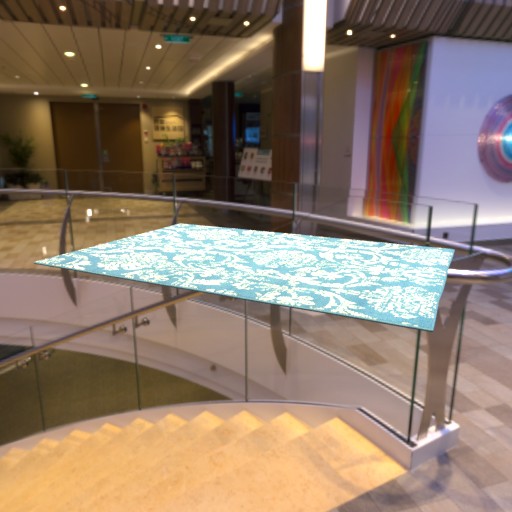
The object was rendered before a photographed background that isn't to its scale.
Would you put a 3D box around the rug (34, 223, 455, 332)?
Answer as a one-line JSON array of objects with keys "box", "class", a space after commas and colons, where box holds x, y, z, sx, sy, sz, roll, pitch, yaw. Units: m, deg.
[{"box": [0.000, 0.000, 2.299, 1.833, 0.012, 1.211, 7, 16, 26], "class": "rug"}]
